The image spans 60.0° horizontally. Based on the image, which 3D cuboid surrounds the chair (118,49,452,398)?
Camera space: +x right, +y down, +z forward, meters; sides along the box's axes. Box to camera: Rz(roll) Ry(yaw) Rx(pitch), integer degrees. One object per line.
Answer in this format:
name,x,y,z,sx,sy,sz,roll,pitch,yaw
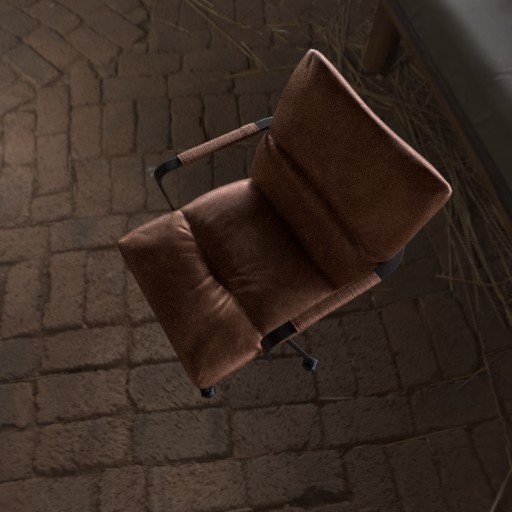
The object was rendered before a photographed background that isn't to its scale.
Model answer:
chair,0.000,0.000,1.448,0.754,0.922,0.727,-29,68,-13
